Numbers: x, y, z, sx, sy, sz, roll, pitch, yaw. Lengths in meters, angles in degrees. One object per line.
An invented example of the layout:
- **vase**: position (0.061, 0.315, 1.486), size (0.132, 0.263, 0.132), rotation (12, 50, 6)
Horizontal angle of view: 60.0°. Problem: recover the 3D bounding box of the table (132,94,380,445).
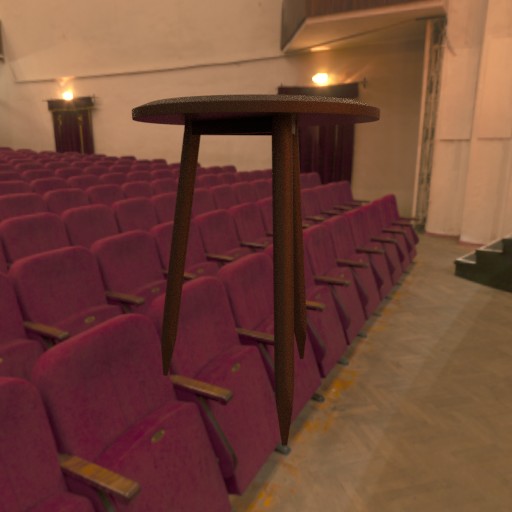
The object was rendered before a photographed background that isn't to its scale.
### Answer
- **table**: position (0.000, 0.000, 0.913), size (0.457, 0.585, 0.457), rotation (0, 14, 0)
